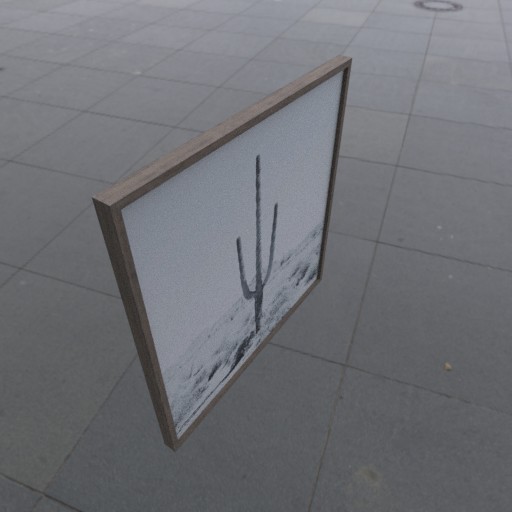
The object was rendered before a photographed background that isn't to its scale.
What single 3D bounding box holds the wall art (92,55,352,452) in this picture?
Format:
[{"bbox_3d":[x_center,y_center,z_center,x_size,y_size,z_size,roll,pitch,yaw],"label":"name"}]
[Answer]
[{"bbox_3d":[0.000,0.000,1.112,0.038,0.762,0.762,25,48,26],"label":"wall art"}]
